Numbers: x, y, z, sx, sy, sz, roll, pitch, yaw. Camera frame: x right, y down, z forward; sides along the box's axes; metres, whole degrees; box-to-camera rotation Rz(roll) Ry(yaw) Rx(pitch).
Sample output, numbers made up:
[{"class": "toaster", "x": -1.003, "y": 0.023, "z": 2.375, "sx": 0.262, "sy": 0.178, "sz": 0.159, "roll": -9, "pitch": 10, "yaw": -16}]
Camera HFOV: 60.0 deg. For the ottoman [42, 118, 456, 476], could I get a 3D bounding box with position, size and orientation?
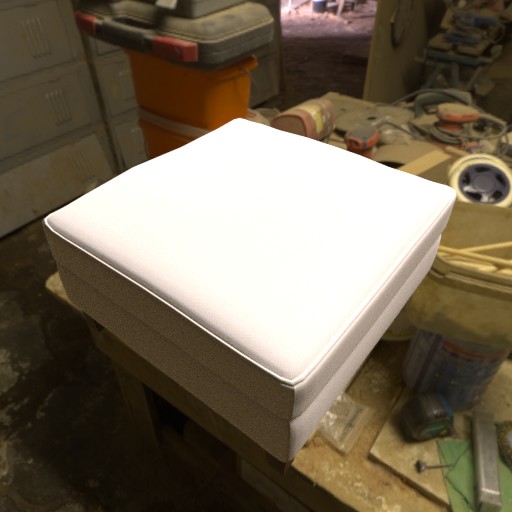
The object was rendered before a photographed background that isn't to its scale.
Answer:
[{"class": "ottoman", "x": 0.000, "y": 0.000, "z": 1.326, "sx": 0.838, "sy": 0.479, "sz": 0.838, "roll": 27, "pitch": 47, "yaw": 28}]
